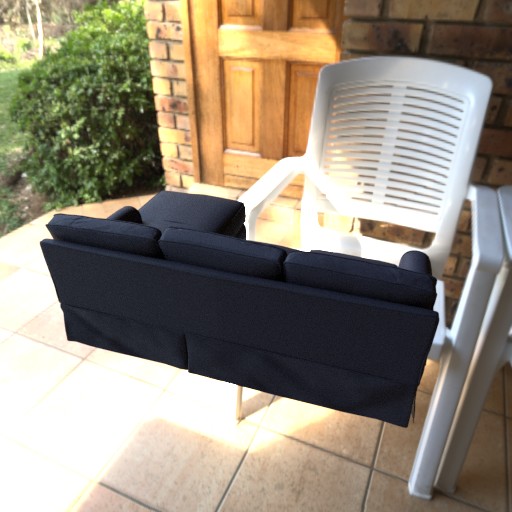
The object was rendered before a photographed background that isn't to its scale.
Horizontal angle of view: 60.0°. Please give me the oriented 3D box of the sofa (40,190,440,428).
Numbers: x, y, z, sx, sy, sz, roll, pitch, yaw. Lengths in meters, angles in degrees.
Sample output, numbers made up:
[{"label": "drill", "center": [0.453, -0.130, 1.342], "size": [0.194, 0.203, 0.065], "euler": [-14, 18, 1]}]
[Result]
[{"label": "sofa", "center": [0.000, 0.000, 3.381], "size": [2.518, 1.039, 1.637], "euler": [10, 34, 15]}]
